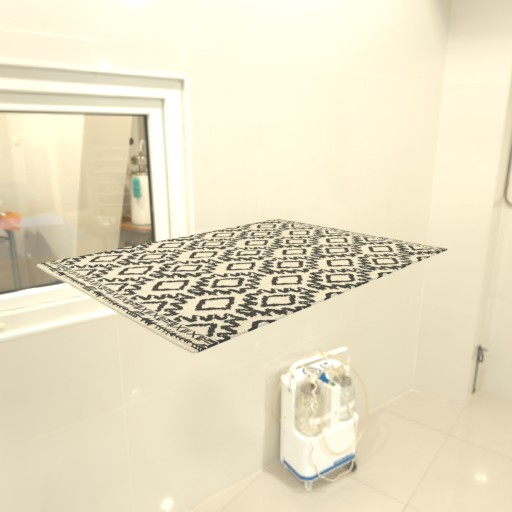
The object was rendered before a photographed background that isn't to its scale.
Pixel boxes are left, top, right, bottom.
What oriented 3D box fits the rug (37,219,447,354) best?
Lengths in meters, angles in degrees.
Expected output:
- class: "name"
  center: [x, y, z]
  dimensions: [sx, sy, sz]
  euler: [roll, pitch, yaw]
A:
- class: "rug"
  center: [0.000, 0.000, 4.411]
  dimensions: [3.369, 0.036, 2.444]
  euler: [-14, 21, -43]
